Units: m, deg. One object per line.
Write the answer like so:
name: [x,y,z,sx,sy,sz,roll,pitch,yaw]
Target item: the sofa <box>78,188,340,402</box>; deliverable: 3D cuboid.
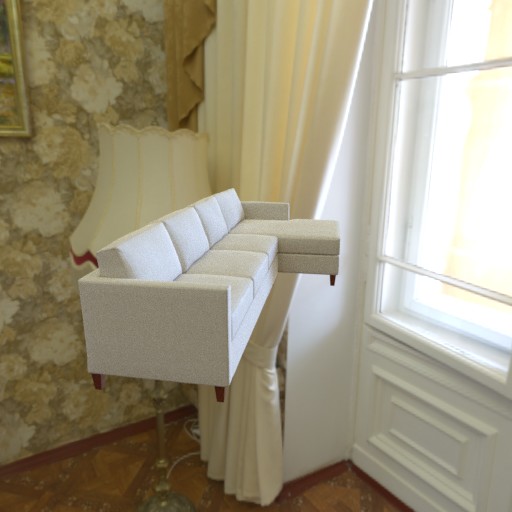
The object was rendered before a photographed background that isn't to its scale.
sofa: [0.000,0.000,4.201,1.599,0.954,3.471,3,15,10]
